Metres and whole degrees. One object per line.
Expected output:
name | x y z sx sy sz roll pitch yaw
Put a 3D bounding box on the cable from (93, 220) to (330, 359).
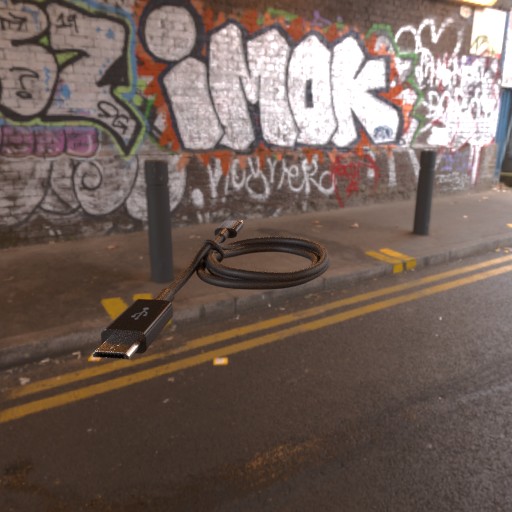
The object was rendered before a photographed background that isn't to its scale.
cable | 0.000 0.000 0.210 0.070 0.014 0.192 2 16 7
